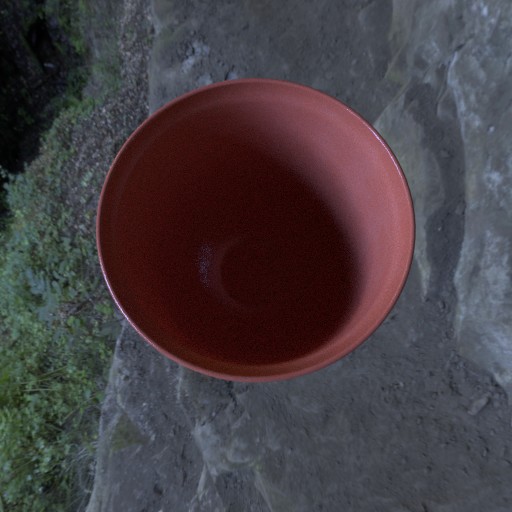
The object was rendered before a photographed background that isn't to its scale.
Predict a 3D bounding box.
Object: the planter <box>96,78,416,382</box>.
[{"bbox_3d":[0.000,0.000,0.498,0.266,0.270,0.266,0,76,0],"label":"planter"}]
